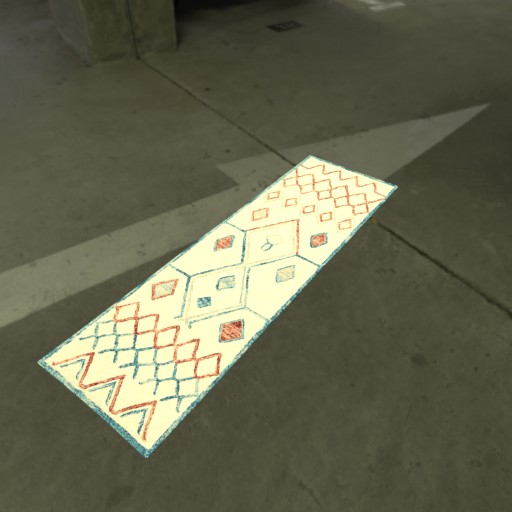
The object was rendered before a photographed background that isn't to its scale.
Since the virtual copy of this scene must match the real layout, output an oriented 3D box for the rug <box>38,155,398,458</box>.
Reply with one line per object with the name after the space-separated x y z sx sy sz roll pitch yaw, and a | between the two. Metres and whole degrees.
0.000 0.000 2.642 0.750 0.011 2.435 27 48 27 | rug
